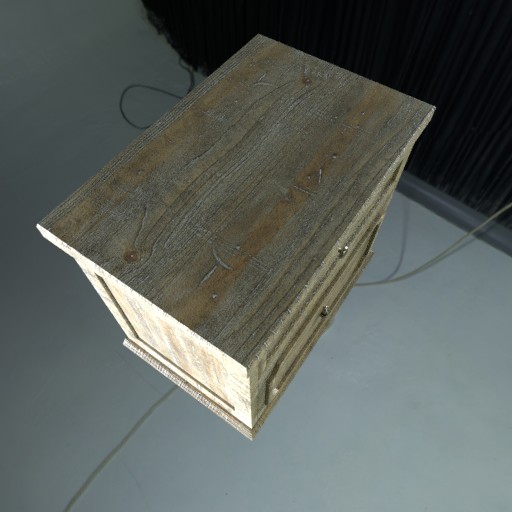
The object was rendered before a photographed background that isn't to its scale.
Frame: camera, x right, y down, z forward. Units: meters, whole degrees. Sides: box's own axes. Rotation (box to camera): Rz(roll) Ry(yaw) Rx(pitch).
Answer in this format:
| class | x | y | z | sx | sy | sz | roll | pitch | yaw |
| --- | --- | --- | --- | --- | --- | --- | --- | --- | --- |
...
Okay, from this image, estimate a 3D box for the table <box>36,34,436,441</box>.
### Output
| class | x | y | z | sx | sy | sz | roll | pitch | yaw |
| --- | --- | --- | --- | --- | --- | --- | --- | --- | --- |
| table | 0.000 | 0.000 | 1.146 | 0.457 | 0.711 | 0.686 | 31 | 64 | 17 |
